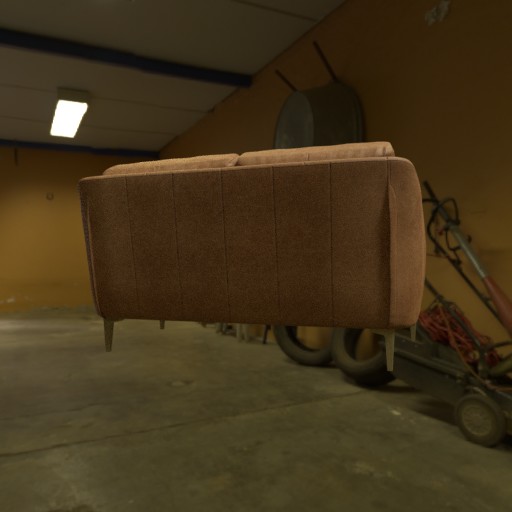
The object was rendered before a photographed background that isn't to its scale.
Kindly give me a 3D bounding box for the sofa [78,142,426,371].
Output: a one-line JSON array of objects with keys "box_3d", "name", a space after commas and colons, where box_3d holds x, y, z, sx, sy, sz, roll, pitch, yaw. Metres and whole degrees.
[{"box_3d": [0.000, 0.000, 2.193, 1.619, 0.902, 0.960, 0, -1, 17], "name": "sofa"}]
